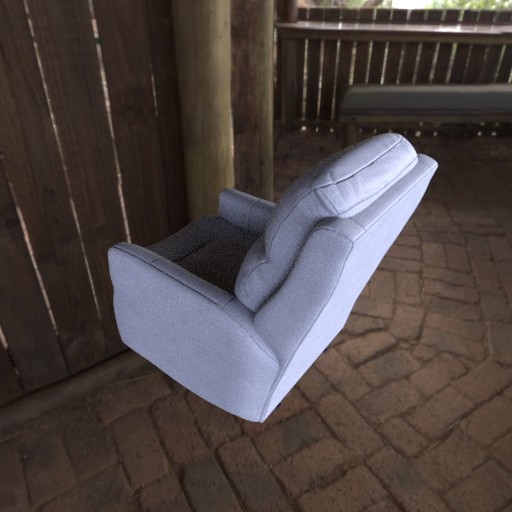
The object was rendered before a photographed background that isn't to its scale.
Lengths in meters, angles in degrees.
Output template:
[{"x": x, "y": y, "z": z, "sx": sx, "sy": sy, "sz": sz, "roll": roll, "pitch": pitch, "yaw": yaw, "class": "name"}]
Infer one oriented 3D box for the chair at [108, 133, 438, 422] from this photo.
[{"x": 0.000, "y": 0.000, "z": 1.777, "sx": 1.080, "sy": 1.030, "sz": 0.829, "roll": 21, "pitch": 37, "yaw": 30, "class": "chair"}]
